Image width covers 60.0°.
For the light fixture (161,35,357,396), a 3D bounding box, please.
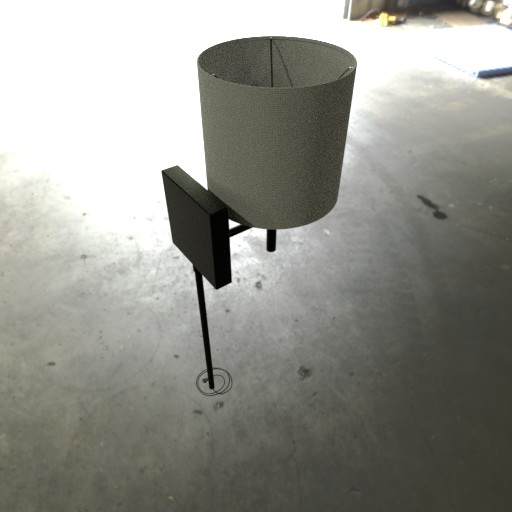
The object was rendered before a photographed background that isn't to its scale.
[{"bbox_3d":[0.000,0.000,0.704,0.248,0.589,0.188,-26,47,-26],"label":"light fixture"}]
